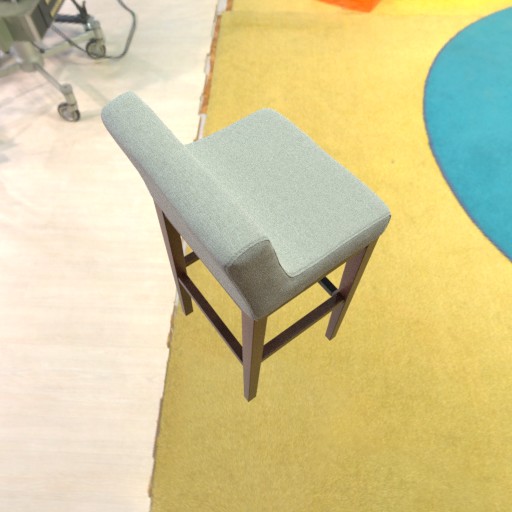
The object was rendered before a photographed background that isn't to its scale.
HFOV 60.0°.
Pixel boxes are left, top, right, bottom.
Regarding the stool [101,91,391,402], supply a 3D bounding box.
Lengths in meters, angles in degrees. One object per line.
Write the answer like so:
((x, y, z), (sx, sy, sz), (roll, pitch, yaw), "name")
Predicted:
((0.000, 0.000, 1.350), (0.500, 1.037, 0.511), (-32, 63, -19), "stool")
